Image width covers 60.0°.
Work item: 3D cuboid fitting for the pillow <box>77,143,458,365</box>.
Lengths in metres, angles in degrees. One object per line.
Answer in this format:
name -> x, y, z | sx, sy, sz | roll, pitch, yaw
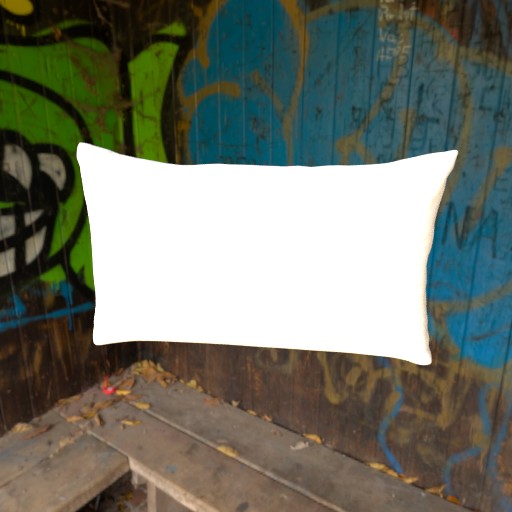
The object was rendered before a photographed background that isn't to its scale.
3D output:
pillow -> 0.000, 0.000, 0.621 | 0.506, 0.305, 0.139 | 2, 17, 6
